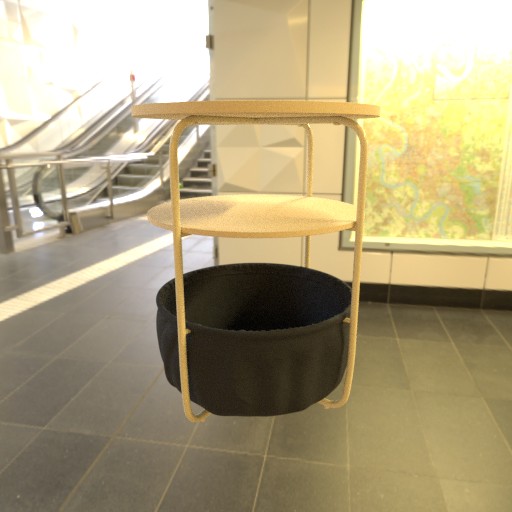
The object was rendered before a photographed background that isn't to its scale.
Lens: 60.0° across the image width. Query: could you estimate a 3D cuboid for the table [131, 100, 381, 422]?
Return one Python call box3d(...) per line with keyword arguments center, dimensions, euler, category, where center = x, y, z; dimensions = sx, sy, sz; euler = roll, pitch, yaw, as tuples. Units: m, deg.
box3d(center=(0.000, 0.000, 0.841), dimensions=(0.418, 0.532, 0.418), euler=(-3, 16, -9), category="table")
